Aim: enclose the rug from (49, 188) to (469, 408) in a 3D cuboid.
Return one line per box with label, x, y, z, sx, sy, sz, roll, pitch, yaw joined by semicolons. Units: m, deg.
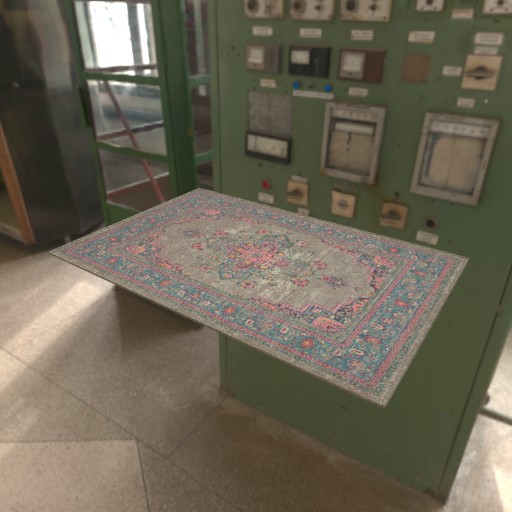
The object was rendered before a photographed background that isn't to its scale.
rug;0.000;0.000;2.191;1.748;0.014;1.144;18;34;30
